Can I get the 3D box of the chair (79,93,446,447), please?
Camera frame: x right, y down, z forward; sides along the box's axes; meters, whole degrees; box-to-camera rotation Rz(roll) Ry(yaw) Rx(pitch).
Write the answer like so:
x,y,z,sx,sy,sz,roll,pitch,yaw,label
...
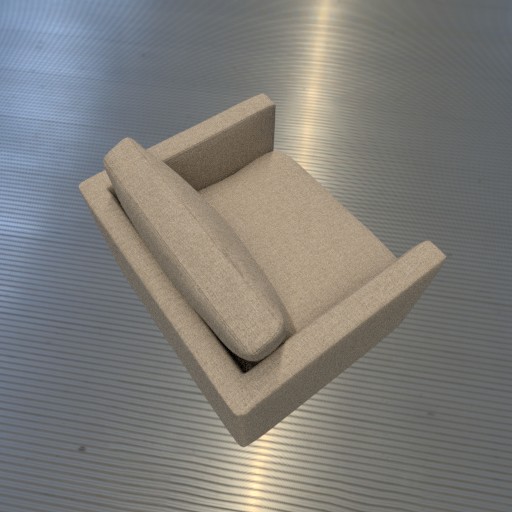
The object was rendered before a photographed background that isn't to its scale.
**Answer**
x,y,z,sx,sy,sz,roll,pitch,yaw,label
0.000,0.000,1.870,0.959,0.961,1.107,-32,64,-18,chair
